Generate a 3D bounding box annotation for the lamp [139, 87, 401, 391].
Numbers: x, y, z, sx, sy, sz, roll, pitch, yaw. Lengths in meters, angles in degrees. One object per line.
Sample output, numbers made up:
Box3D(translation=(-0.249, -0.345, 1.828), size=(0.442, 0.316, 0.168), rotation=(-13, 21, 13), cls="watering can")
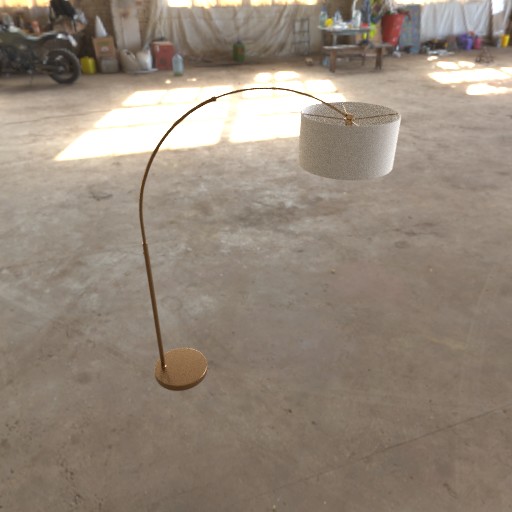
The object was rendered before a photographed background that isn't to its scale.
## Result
Box3D(translation=(0.000, 0.000, 2.658), size=(1.434, 1.927, 0.493), rotation=(0, 32, 0), cls="lamp")
